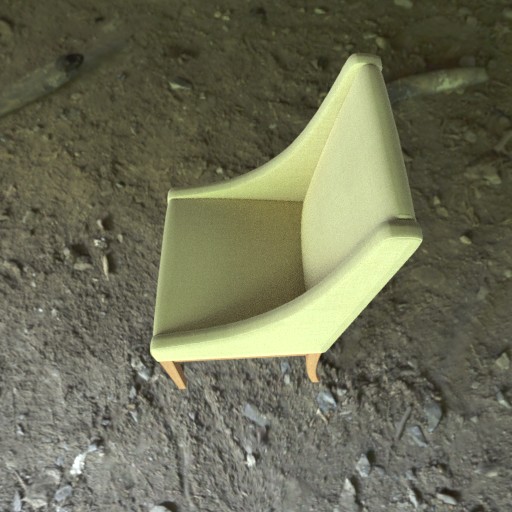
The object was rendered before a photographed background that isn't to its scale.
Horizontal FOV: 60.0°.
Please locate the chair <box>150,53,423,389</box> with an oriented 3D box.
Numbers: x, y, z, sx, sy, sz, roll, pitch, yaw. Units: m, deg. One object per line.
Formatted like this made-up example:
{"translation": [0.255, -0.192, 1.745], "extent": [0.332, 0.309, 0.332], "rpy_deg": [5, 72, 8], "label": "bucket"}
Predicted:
{"translation": [0.000, 0.000, 1.356], "extent": [0.611, 1.021, 0.575], "rpy_deg": [0, 60, 0], "label": "chair"}
